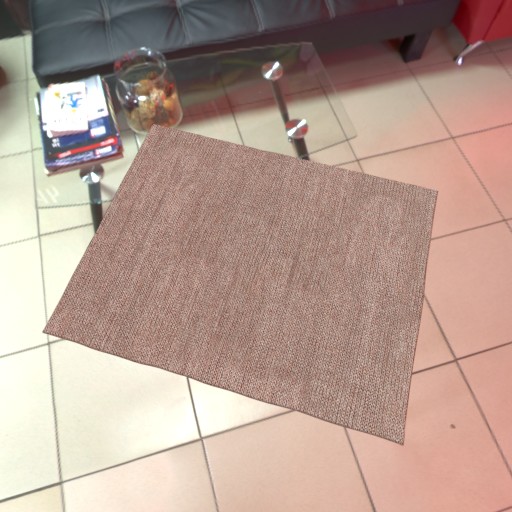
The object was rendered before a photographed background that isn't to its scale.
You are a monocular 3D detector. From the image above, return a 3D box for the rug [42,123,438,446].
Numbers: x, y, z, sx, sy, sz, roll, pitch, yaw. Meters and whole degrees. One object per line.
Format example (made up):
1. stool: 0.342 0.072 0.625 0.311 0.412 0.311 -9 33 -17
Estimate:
1. rug: 0.000 0.000 4.056 3.052 0.030 2.429 15 64 7
